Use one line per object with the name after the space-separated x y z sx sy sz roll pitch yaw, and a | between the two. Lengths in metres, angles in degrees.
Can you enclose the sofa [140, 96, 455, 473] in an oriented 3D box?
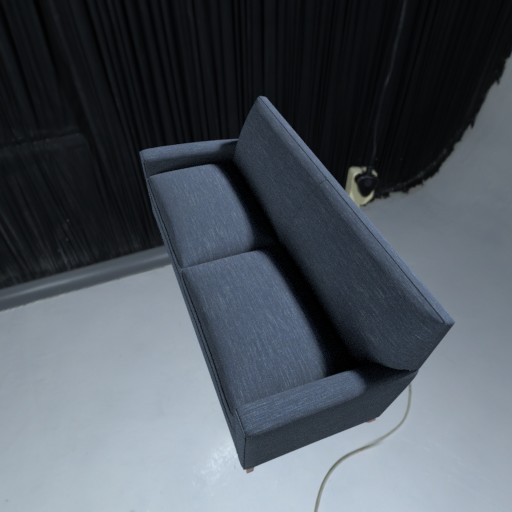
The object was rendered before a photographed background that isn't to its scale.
0.000 0.000 2.457 0.875 0.846 1.976 -16 48 -14 | sofa
